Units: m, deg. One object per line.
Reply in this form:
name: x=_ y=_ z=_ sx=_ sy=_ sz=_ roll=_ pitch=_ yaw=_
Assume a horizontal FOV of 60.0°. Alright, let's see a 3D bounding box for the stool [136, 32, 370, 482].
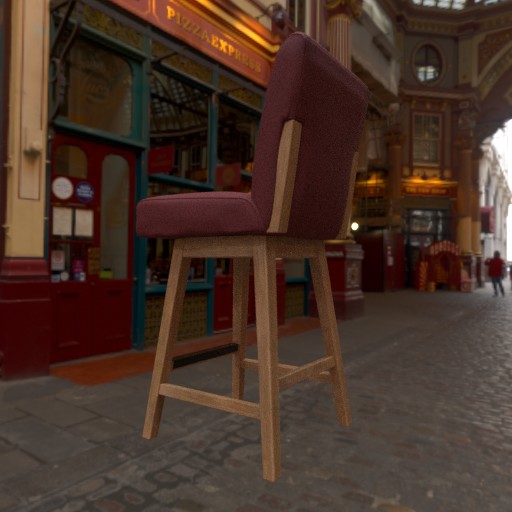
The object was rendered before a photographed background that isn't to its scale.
stool: x=0.000 y=0.000 z=1.312 sx=0.562 sy=1.038 sz=0.468 roll=0 pitch=-1 yaw=35
